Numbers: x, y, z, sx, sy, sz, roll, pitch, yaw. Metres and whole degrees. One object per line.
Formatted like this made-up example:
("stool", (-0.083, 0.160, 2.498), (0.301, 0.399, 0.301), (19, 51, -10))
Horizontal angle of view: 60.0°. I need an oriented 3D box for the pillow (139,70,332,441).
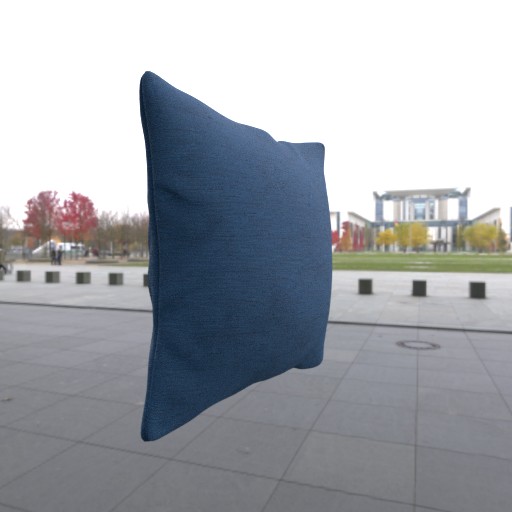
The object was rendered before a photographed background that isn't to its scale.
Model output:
("pillow", (0.000, 0.000, 0.669), (0.177, 0.420, 0.437), (1, 1, 35))
